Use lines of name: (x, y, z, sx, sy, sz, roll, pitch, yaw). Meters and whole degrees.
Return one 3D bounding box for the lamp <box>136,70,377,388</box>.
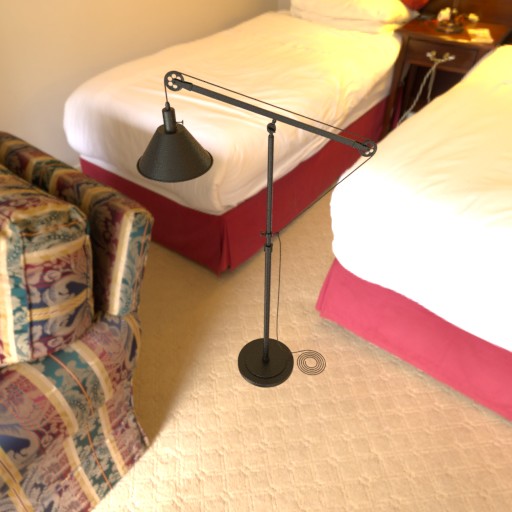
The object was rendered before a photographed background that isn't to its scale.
lamp: (0.000, 0.000, 1.999, 0.904, 1.626, 0.319, 0, 41, 0)
